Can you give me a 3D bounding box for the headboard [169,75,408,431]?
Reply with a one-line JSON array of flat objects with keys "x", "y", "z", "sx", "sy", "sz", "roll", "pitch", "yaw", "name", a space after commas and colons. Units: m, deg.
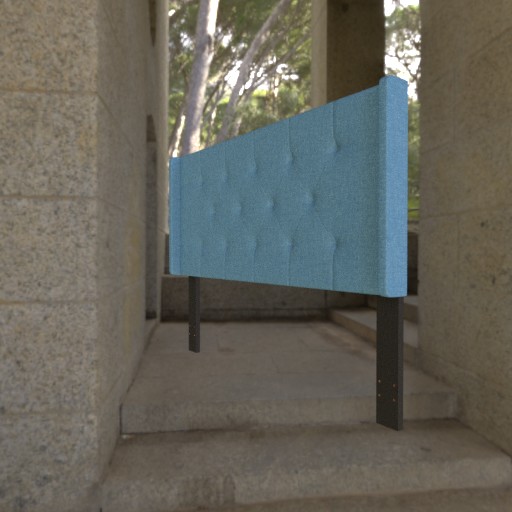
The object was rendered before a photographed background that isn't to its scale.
[{"x": 0.000, "y": 0.000, "z": 2.697, "sx": 0.184, "sy": 1.524, "sz": 2.051, "roll": -1, "pitch": 1, "yaw": -36, "name": "headboard"}]
